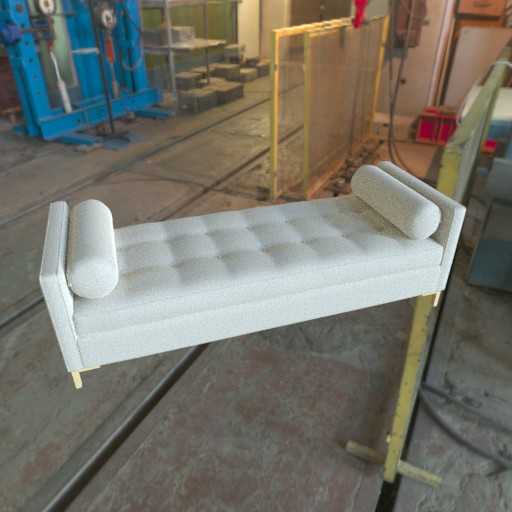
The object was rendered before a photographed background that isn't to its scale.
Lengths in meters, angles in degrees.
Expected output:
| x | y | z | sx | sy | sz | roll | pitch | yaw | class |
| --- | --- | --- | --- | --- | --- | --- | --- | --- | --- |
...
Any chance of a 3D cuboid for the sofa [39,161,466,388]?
| x | y | z | sx | sy | sz | roll | pitch | yaw | class |
| --- | --- | --- | --- | --- | --- | --- | --- | --- | --- |
| 0.000 | 0.000 | 2.384 | 1.985 | 0.641 | 0.746 | -10 | 33 | -15 | sofa |
